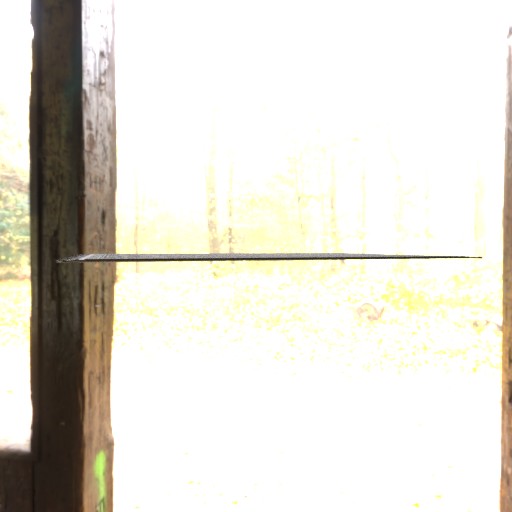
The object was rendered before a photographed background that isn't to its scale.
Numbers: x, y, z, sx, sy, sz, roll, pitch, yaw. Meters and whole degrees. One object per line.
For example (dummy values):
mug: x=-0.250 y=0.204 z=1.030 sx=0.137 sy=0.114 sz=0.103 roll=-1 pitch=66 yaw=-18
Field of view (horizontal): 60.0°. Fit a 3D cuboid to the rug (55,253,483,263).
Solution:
rug: x=0.000 y=0.000 z=2.376 sx=1.872 sy=0.013 sz=1.243 roll=0 pitch=1 yaw=-18
